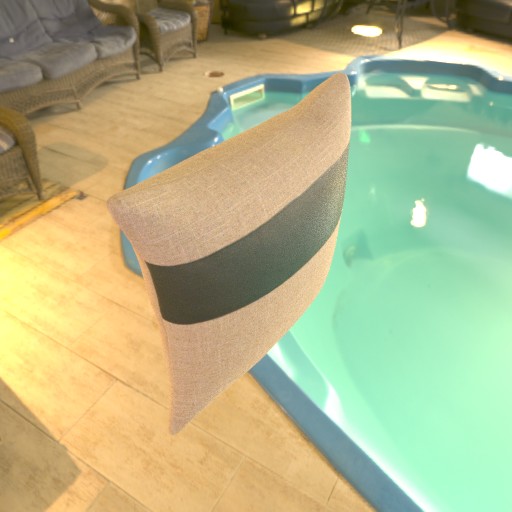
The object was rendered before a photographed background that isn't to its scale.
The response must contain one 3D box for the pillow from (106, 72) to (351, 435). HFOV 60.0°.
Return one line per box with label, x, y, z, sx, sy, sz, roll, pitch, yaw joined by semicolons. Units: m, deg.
pillow;0.000;0.000;0.626;0.173;0.399;0.414;26;47;27
